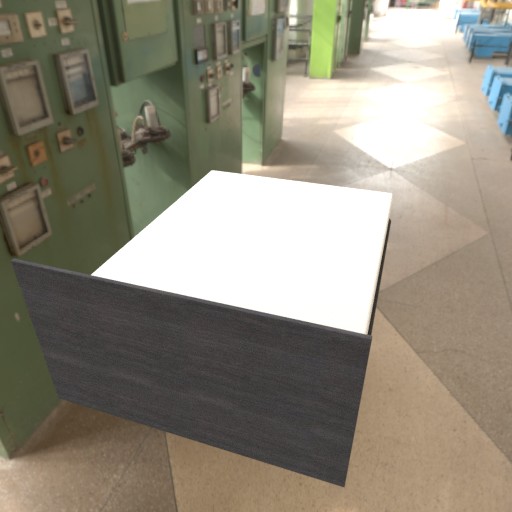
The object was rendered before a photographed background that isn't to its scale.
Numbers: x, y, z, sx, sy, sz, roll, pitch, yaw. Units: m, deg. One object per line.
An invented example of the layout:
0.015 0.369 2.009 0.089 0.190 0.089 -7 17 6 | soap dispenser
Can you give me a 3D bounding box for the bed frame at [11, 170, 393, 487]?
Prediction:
0.000 0.000 2.531 1.400 0.800 1.900 10 33 16 | bed frame
